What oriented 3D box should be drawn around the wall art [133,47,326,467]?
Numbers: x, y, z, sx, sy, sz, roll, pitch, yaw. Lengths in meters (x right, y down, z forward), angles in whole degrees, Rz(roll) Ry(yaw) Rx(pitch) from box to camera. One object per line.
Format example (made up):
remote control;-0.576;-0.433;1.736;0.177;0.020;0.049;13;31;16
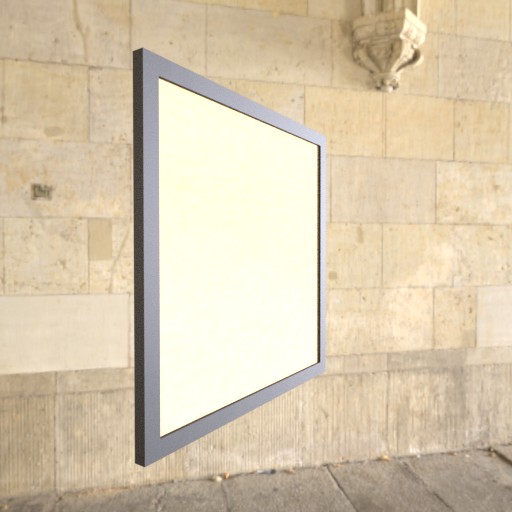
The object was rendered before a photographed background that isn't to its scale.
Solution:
wall art;0.000;0.000;0.525;0.013;0.356;0.356;1;1;34
